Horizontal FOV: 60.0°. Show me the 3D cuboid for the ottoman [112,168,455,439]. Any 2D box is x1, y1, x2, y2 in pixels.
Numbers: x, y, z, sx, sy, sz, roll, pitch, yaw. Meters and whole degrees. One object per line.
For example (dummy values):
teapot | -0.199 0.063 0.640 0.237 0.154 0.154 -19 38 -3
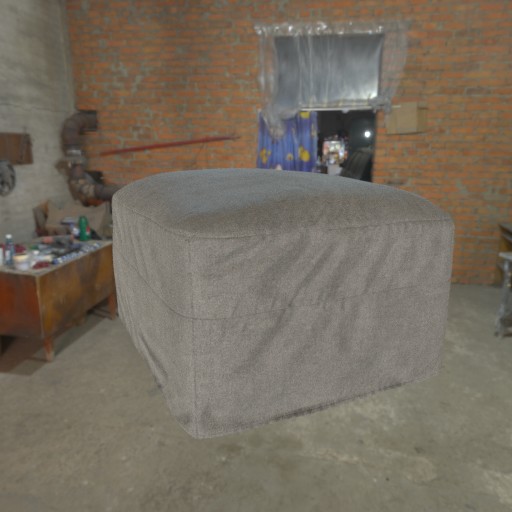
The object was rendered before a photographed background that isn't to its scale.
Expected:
ottoman | 0.000 0.000 1.249 0.683 0.481 0.837 -7 15 -26
